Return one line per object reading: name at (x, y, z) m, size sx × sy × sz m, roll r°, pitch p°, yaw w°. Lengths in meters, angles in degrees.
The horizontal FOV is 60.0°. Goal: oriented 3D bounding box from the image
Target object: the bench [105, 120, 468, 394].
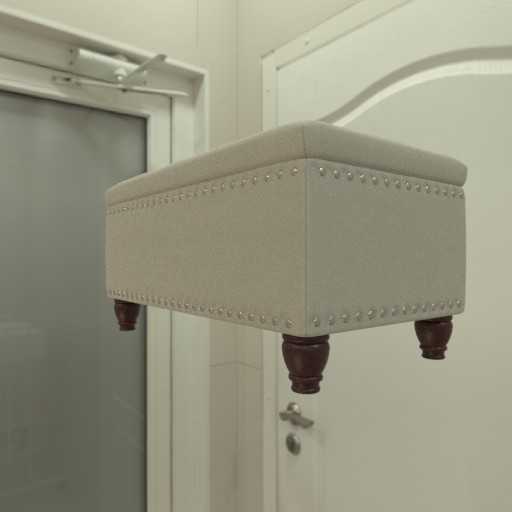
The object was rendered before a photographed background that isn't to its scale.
bench at (0.000, 0.000, 1.166) m, size 0.500 × 0.449 × 0.887 m, roll 0°, pitch 0°, yaw -38°
